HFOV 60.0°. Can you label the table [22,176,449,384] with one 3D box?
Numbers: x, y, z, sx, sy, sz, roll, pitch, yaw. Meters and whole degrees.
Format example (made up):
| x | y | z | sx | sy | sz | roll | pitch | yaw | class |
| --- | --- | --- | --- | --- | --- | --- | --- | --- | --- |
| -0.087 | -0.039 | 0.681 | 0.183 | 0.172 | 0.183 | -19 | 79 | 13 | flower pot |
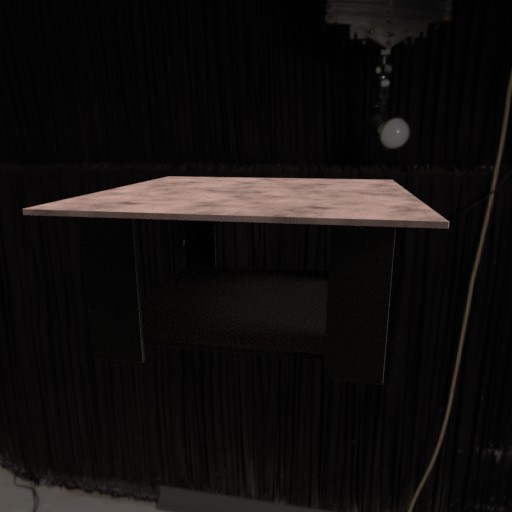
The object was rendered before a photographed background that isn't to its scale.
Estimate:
| x | y | z | sx | sy | sz | roll | pitch | yaw | class |
| --- | --- | --- | --- | --- | --- | --- | --- | --- | --- |
| 0.000 | 0.000 | 1.037 | 0.670 | 0.305 | 0.670 | 3 | 15 | 10 | table |
